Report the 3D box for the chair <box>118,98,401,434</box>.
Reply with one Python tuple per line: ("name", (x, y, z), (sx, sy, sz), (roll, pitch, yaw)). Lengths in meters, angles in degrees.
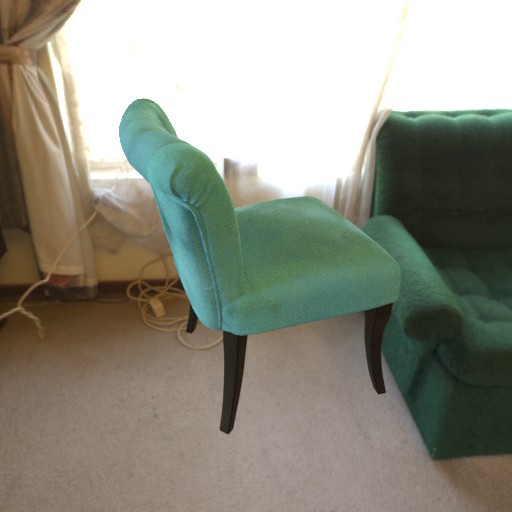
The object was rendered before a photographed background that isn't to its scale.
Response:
("chair", (0.000, 0.000, 1.176), (0.605, 0.750, 0.582), (-10, 31, -17))
